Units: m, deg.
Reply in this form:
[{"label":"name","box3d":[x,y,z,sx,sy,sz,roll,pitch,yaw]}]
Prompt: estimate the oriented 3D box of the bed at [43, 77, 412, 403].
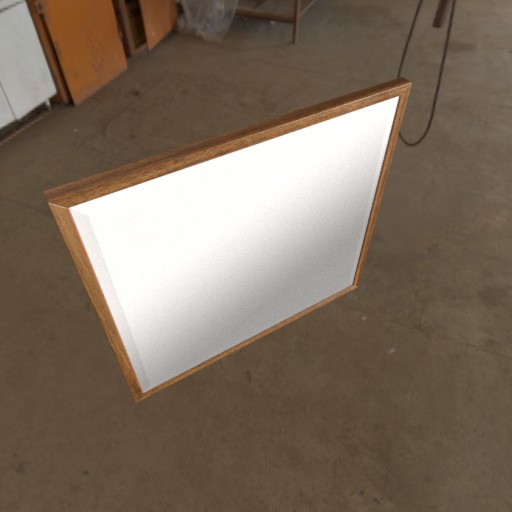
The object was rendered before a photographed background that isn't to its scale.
[{"label":"bed","box3d":[0.000,0.000,1.460,1.041,0.940,0.043,-24,51,-21]}]
